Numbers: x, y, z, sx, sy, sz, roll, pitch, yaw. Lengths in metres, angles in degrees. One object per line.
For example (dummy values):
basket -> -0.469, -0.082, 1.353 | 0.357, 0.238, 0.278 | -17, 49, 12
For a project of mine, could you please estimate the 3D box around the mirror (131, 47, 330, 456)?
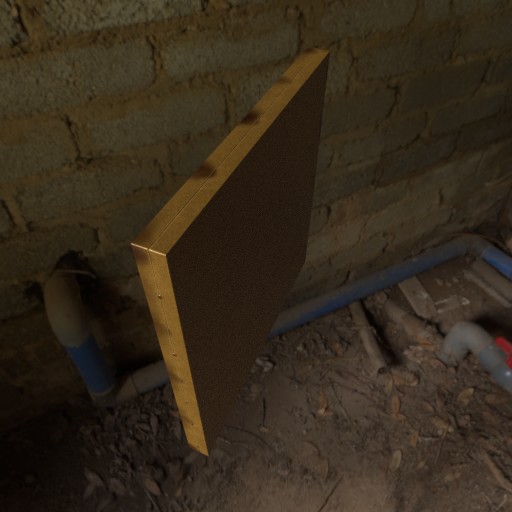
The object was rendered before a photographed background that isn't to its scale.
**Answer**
mirror -> 0.000, 0.000, 0.756 | 0.042, 0.507, 0.509 | 18, 49, 16
